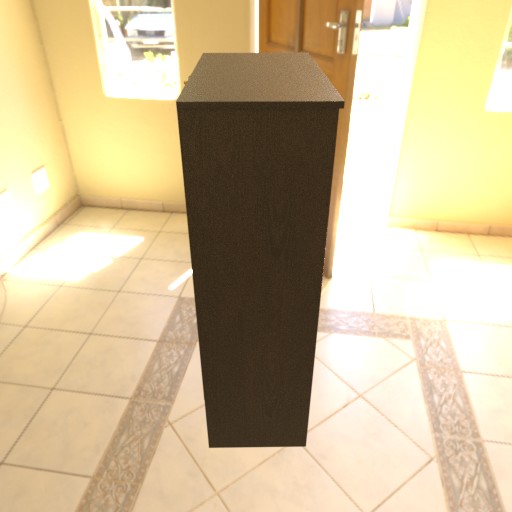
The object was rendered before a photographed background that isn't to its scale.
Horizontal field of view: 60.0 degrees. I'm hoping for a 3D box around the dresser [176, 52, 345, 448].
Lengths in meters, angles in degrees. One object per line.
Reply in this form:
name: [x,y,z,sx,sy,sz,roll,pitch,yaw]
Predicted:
dresser: [0.000,0.000,1.606,0.418,1.254,0.704,0,33,-1]
